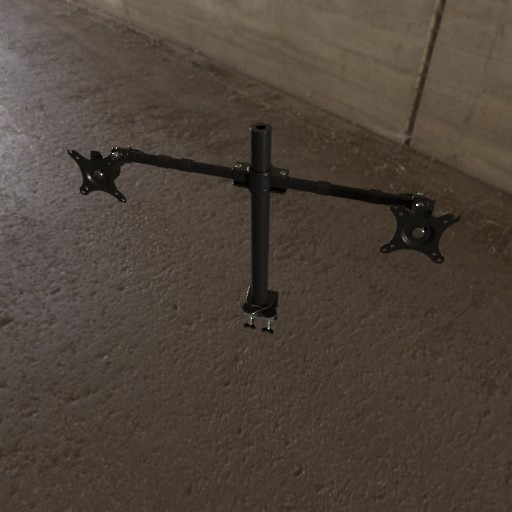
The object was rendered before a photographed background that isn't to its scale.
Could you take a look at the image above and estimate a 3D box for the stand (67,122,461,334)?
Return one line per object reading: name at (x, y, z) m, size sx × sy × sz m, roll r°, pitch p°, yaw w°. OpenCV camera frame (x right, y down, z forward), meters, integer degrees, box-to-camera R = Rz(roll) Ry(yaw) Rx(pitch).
stand at (0.000, 0.000, 1.020) m, size 0.743 × 0.603 × 0.150 m, roll 12°, pitch 43°, yaw 13°
